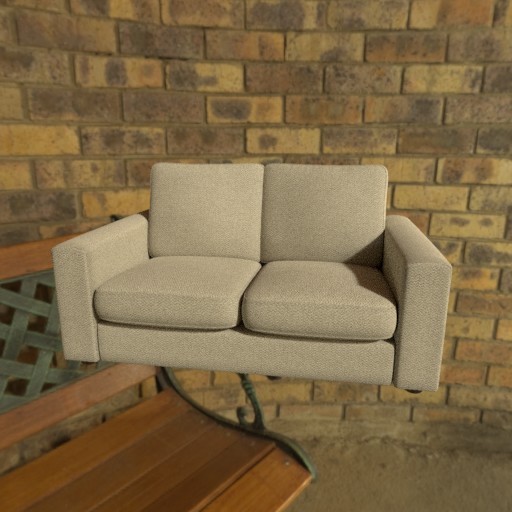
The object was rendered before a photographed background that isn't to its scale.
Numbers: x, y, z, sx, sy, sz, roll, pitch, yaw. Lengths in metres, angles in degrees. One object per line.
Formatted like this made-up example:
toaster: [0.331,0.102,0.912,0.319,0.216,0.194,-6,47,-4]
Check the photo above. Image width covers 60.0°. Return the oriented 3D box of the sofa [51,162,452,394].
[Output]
sofa: [0.000,0.000,2.210,1.616,0.873,1.016,2,15,9]
